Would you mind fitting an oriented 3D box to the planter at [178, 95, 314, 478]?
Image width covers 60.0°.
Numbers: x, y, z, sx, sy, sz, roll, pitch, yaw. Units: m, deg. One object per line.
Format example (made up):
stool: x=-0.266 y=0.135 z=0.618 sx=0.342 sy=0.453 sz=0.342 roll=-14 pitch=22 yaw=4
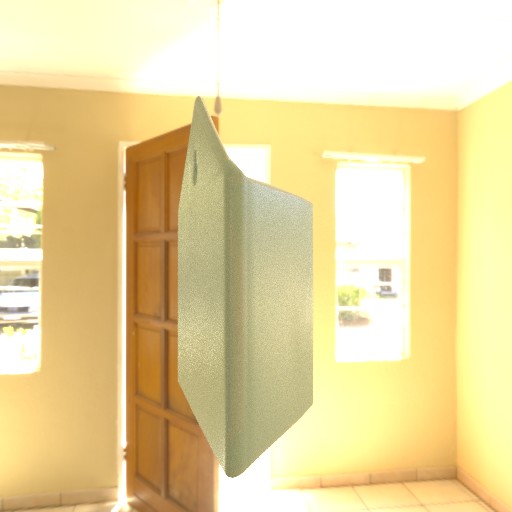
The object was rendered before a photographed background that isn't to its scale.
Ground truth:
planter: x=0.000 y=0.000 z=0.284 sx=0.079 sy=0.197 sz=0.164 roll=0 pitch=0 yaw=-17
